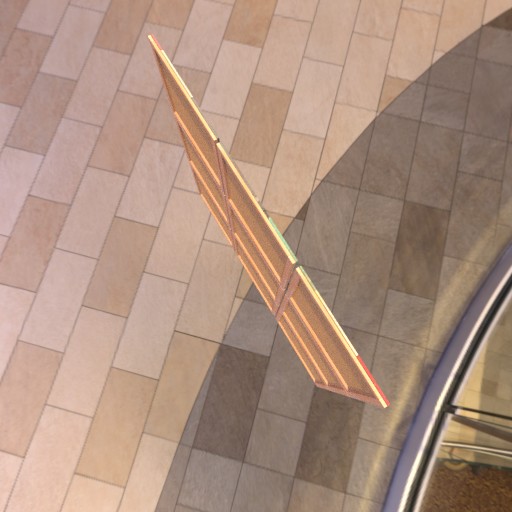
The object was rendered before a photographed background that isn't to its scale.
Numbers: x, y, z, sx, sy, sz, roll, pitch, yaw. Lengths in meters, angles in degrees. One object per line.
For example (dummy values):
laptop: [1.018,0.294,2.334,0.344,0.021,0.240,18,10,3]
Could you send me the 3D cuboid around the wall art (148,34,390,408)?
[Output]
wall art: [0.000,0.000,1.327,0.012,0.910,0.911,-30,78,-7]
